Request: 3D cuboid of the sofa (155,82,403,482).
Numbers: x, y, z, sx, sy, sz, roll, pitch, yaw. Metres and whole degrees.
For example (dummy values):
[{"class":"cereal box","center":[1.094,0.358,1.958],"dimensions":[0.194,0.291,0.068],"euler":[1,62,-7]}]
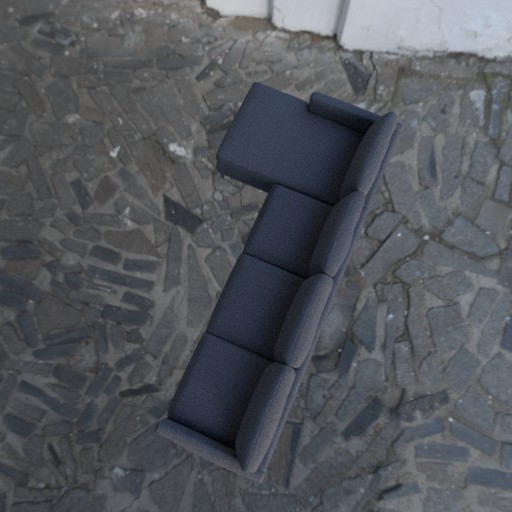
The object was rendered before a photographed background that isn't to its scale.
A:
[{"class":"sofa","center":[0.000,0.000,2.903],"dimensions":[1.125,0.673,2.445],"euler":[23,76,6]}]
